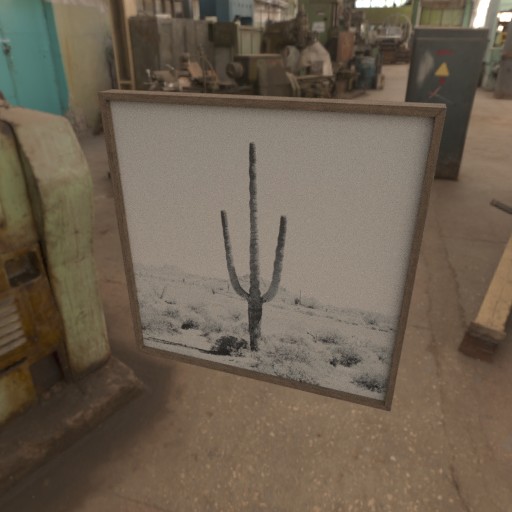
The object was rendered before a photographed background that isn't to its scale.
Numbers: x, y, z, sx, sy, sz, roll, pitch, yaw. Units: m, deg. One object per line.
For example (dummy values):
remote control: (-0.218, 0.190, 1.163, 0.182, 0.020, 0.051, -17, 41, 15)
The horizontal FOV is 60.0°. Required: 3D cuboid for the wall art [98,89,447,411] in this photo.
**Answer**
wall art: (0.000, 0.000, 0.748, 0.508, 0.508, 0.038, 9, 28, 17)
